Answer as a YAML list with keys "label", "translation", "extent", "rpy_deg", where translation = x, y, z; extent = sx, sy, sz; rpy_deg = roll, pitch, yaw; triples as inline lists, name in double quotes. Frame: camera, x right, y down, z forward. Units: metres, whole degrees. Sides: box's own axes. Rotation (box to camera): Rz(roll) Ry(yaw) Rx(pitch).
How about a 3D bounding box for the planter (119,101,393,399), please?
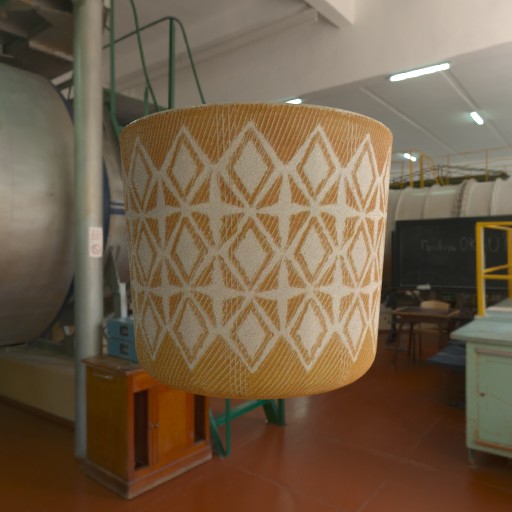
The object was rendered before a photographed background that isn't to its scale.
- label: "planter"
  translation: [0.000, 0.000, 0.328]
  extent: [0.193, 0.165, 0.193]
  rpy_deg: [0, 1, 0]
